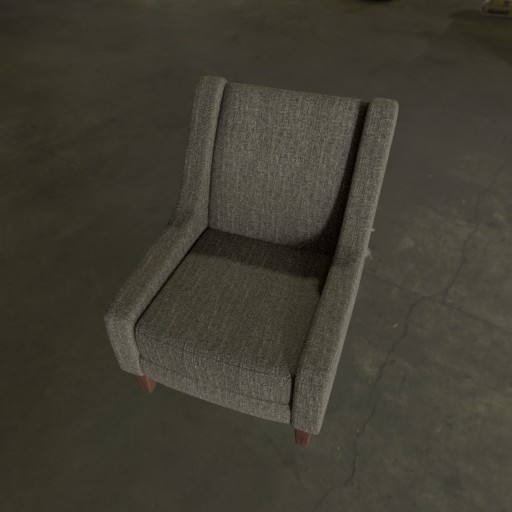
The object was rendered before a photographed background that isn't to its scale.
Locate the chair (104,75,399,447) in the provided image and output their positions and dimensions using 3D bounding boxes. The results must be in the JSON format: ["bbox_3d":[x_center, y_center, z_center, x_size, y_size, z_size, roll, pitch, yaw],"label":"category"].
[{"bbox_3d":[0.000,0.000,1.713,0.793,1.012,0.944,13,42,15],"label":"chair"}]
